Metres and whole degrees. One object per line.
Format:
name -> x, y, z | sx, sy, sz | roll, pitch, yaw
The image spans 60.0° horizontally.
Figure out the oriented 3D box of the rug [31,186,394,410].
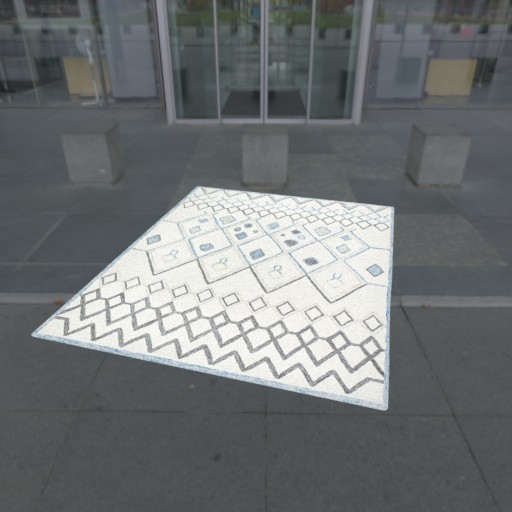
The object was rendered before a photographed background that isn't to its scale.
rug -> 0.000, 0.000, 4.113 | 2.441, 0.013, 3.056 | 8, 30, 14
